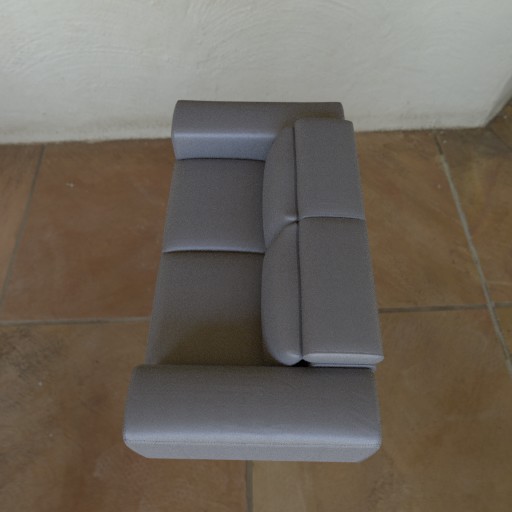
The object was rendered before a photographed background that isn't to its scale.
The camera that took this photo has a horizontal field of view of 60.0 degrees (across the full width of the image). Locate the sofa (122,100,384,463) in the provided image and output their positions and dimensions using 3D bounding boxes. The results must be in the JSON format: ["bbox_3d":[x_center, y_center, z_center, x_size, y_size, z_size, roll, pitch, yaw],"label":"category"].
[{"bbox_3d":[0.000,0.000,2.333,1.024,0.753,1.930,1,59,1],"label":"sofa"}]
